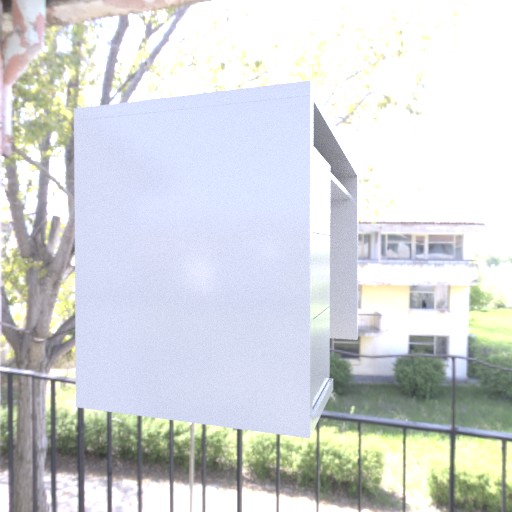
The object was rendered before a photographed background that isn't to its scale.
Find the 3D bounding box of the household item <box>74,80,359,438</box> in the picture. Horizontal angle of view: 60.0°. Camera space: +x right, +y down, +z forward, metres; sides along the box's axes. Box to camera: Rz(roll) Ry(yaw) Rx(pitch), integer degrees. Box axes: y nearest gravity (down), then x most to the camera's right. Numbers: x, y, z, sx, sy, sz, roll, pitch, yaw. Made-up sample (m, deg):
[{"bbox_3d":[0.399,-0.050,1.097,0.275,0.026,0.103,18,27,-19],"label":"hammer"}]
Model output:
[{"bbox_3d":[0.000,0.000,1.540,0.597,0.749,1.100,0,1,18],"label":"household item"}]
